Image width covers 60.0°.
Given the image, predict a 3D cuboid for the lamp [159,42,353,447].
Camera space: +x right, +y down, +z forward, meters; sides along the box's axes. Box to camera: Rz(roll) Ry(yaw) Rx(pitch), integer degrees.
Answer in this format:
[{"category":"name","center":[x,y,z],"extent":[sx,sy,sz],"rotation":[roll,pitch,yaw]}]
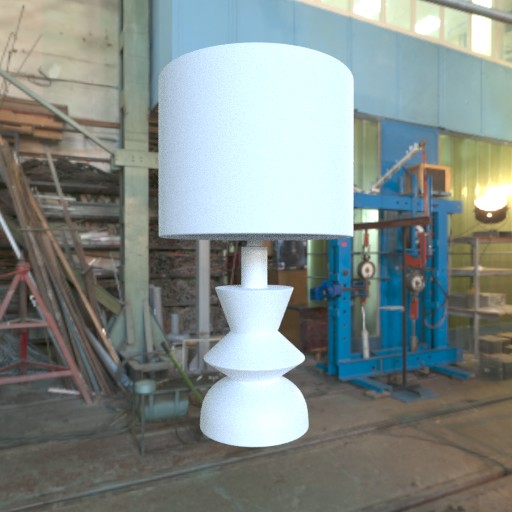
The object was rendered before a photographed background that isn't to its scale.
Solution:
[{"category":"lamp","center":[0.000,0.000,0.702],"extent":[0.301,0.533,0.301],"rotation":[0,0,18]}]
